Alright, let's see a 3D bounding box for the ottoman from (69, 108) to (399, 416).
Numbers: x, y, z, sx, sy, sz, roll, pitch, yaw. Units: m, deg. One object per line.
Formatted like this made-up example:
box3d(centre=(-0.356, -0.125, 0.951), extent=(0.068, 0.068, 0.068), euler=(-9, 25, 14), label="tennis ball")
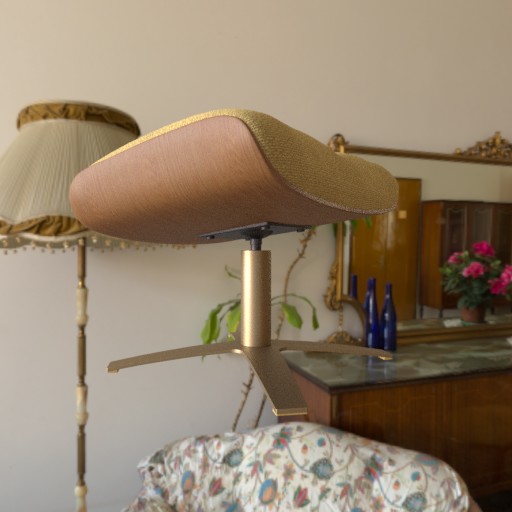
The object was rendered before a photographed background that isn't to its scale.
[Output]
box3d(centre=(0.000, 0.000, 0.806), extent=(0.394, 0.391, 0.520), euler=(1, 1, 35), label="ottoman")
